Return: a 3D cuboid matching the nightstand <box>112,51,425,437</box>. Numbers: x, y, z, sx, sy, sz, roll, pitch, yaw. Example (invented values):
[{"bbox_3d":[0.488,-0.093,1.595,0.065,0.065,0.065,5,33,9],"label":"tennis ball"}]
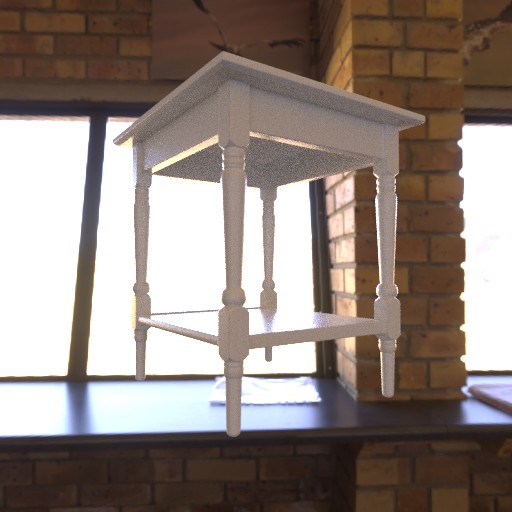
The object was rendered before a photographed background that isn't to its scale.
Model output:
[{"bbox_3d":[0.000,0.000,0.939,0.459,0.555,0.505,1,-2,-35],"label":"nightstand"}]
